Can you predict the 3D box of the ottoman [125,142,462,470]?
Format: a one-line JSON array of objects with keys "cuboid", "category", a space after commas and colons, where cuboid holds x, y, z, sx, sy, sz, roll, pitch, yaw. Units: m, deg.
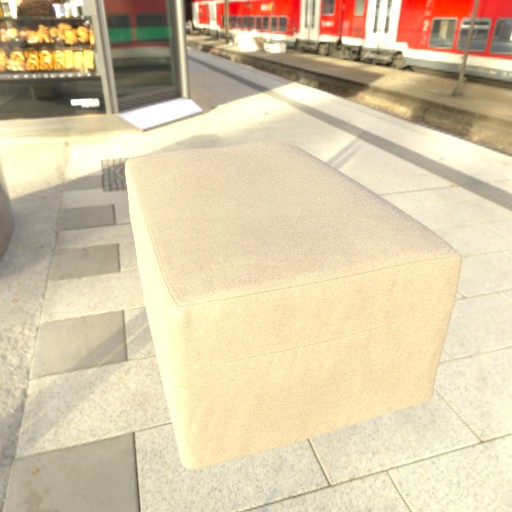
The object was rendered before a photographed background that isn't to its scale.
[{"cuboid": [0.000, 0.000, 1.177, 0.590, 0.444, 0.872, -9, 30, -17], "category": "ottoman"}]
